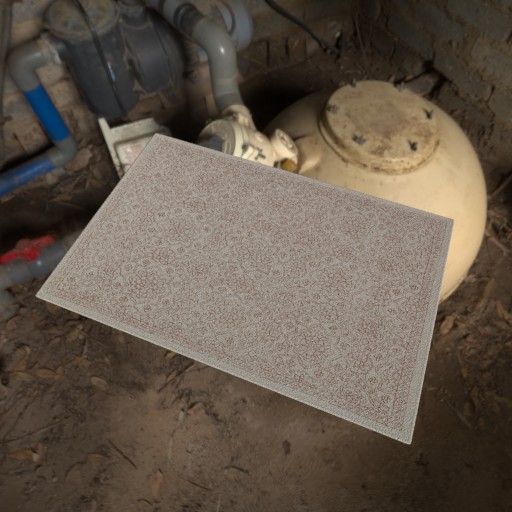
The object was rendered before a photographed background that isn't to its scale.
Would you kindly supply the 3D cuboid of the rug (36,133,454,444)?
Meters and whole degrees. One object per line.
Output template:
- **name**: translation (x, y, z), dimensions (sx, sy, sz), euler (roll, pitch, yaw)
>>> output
- **rug**: translation (0.000, 0.000, 2.274), dimensions (1.829, 0.010, 1.219), euler (19, 60, 11)
